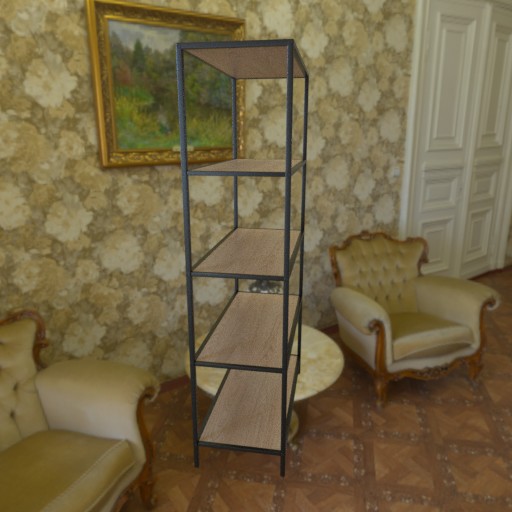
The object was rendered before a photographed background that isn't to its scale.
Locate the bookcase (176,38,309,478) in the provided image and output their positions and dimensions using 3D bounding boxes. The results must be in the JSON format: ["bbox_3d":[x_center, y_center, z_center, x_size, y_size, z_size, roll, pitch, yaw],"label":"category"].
[{"bbox_3d":[0.000,0.000,1.848,0.350,1.500,0.770,3,15,9],"label":"bookcase"}]
